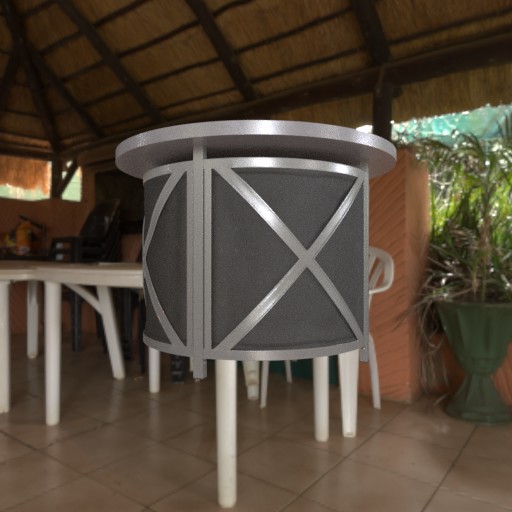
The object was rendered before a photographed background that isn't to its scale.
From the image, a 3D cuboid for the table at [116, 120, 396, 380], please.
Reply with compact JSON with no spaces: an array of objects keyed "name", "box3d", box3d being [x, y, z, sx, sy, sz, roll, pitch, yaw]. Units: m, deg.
[{"name":"table","box3d":[0.000,0.000,1.514,0.914,0.650,0.914,0,0,0]}]
